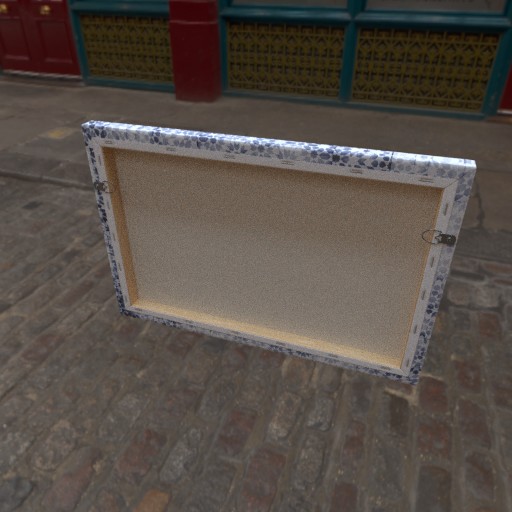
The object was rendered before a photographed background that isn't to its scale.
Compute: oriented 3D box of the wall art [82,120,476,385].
[{"bbox_3d":[0.000,0.000,0.769,0.608,0.406,0.030,10,33,16],"label":"wall art"}]
